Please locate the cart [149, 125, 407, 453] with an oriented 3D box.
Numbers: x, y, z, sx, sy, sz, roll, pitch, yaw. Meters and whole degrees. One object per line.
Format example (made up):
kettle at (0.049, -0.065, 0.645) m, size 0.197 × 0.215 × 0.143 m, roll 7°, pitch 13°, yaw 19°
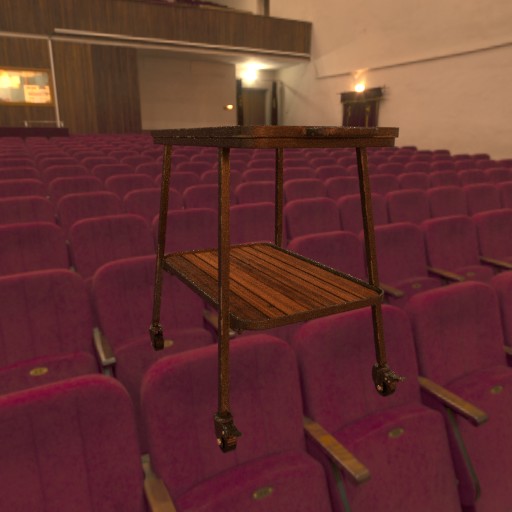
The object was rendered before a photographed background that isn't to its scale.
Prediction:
cart at (0.000, 0.000, 1.272) m, size 0.515 × 0.700 × 0.806 m, roll -8°, pitch 17°, yaw -27°
